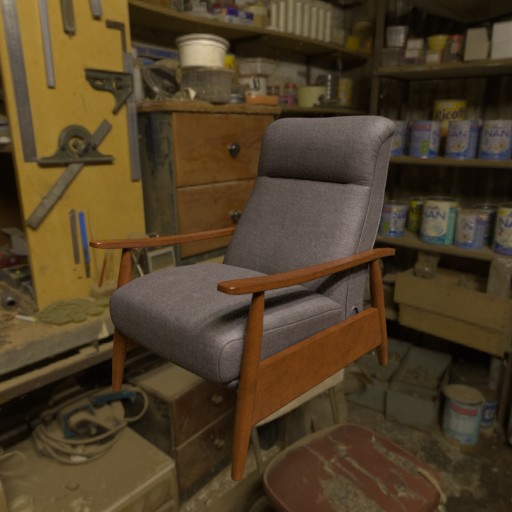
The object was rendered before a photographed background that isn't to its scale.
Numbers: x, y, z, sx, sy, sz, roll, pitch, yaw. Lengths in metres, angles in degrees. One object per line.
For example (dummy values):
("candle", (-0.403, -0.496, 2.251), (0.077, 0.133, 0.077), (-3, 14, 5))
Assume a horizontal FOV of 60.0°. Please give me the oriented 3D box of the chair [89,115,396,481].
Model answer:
("chair", (0.000, 0.000, 1.768), (0.762, 1.081, 1.014), (14, 21, 41))
